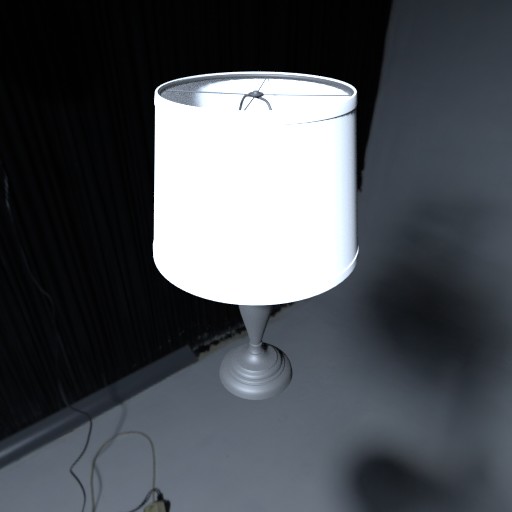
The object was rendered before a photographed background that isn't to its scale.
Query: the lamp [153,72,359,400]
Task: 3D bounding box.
[{"bbox_3d":[0.000,0.000,0.694,0.310,0.501,0.310,0,31,0],"label":"lamp"}]
